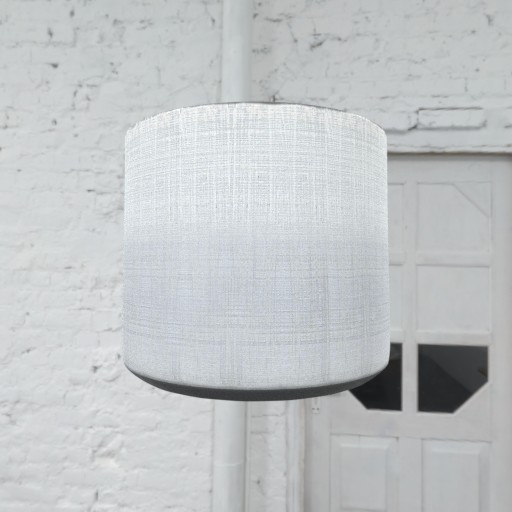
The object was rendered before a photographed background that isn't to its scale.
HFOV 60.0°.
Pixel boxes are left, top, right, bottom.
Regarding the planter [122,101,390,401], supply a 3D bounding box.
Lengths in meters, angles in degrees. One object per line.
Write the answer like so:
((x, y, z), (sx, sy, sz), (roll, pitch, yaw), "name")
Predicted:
((0.000, 0.000, 0.439), (0.254, 0.221, 0.254), (0, -1, 0), "planter")
